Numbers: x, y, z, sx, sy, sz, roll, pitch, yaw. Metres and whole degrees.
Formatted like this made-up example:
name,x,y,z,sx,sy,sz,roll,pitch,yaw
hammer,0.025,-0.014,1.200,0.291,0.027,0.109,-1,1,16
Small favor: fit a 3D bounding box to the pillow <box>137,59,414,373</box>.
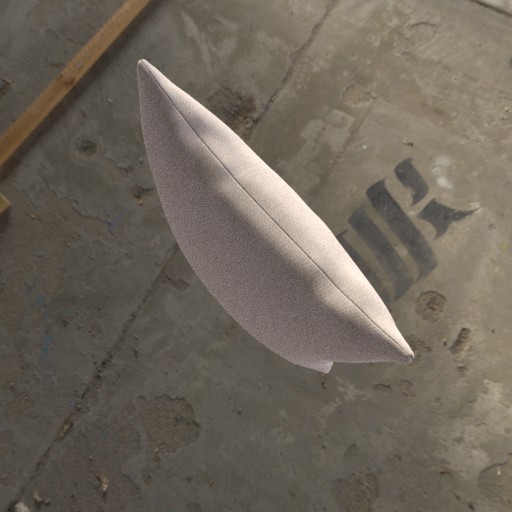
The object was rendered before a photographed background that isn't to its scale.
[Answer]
name,x,y,z,sx,sy,sz,roll,pitch,yaw
pillow,0.000,0.000,0.665,0.173,0.436,0.433,-39,79,-9
